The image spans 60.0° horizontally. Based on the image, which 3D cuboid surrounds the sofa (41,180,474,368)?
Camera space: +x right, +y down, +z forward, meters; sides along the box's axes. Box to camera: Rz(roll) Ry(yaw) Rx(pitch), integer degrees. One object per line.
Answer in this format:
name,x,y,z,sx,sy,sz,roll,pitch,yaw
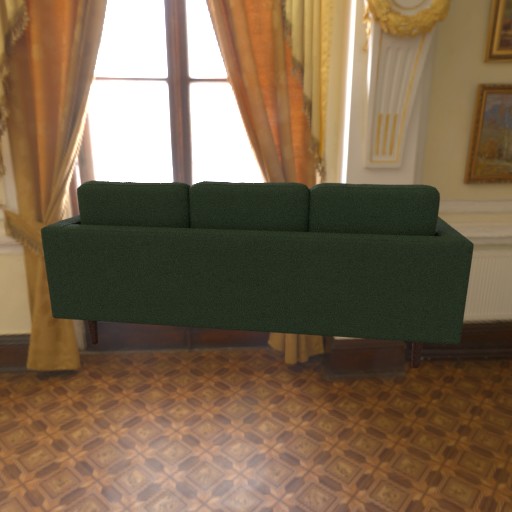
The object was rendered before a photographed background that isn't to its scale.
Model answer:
sofa,0.000,0.000,2.524,2.029,0.899,0.879,2,16,8
